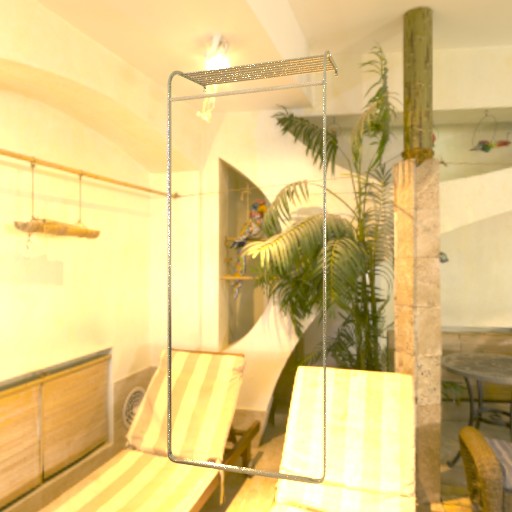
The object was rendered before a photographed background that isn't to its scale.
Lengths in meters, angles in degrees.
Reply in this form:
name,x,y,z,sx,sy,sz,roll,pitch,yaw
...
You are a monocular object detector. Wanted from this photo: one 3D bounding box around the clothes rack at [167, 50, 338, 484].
name,x,y,z,sx,sy,sz,roll,pitch,yaw
clothes rack,0.000,0.000,1.770,0.609,1.574,0.349,0,0,17
